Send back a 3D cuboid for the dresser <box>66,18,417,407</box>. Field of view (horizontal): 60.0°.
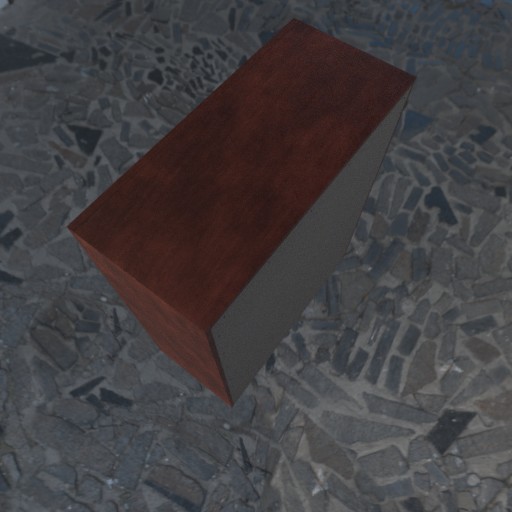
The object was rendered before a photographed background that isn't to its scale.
[{"bbox_3d":[0.000,0.000,2.000,0.506,1.514,1.072,34,68,15],"label":"dresser"}]
